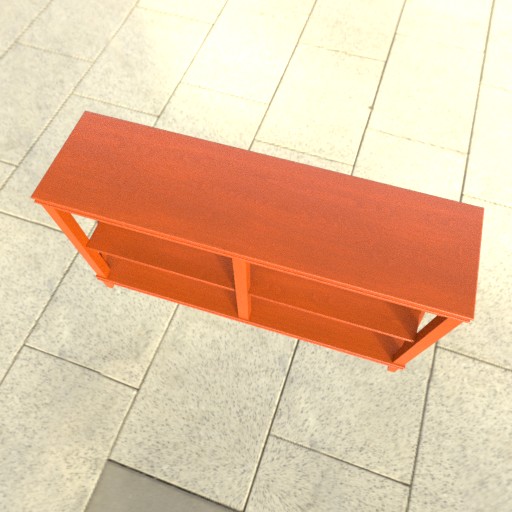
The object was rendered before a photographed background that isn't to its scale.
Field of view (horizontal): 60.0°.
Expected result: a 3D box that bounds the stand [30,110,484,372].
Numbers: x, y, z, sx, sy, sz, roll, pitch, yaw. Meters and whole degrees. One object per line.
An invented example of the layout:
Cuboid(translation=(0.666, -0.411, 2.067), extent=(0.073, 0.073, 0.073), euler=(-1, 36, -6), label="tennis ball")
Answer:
Cuboid(translation=(0.000, 0.000, 1.727), extent=(1.372, 0.762, 0.381), euler=(15, 65, 7), label="stand")
